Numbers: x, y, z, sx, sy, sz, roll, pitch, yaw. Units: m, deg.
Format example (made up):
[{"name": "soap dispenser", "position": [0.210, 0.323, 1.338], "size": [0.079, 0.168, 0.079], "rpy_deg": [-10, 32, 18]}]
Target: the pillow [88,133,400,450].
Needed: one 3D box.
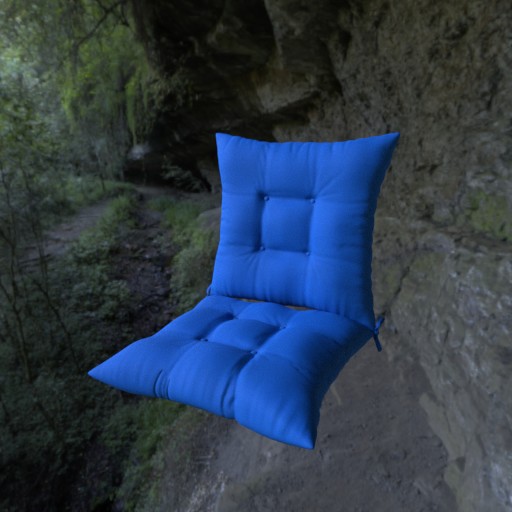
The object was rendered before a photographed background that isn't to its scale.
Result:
[{"name": "pillow", "position": [0.000, 0.000, 1.006], "size": [0.541, 0.536, 0.585], "rpy_deg": [8, 18, 26]}]
